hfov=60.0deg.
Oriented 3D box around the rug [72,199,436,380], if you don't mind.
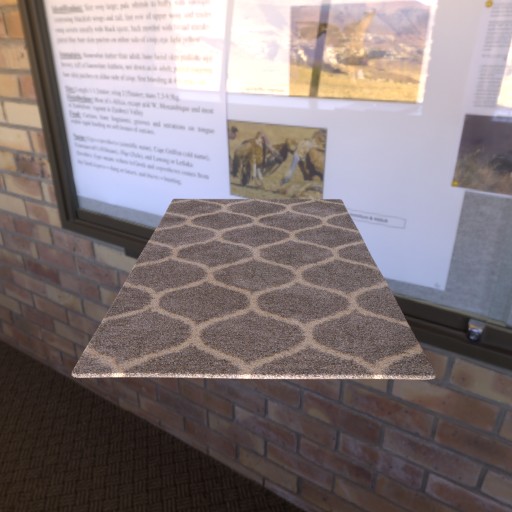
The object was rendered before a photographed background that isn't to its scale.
[{"bbox_3d":[0.000,0.000,2.872,1.501,0.025,2.348,0,25,0],"label":"rug"}]
